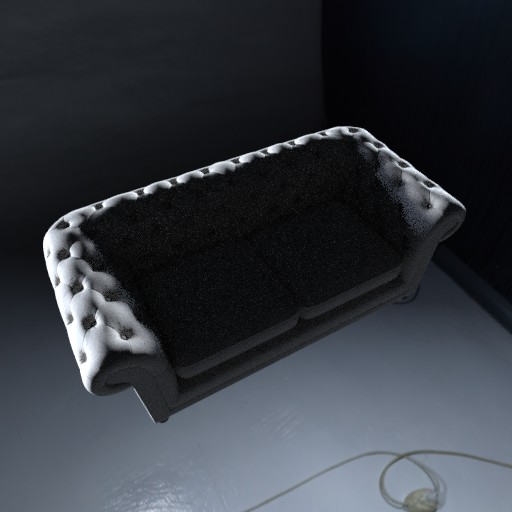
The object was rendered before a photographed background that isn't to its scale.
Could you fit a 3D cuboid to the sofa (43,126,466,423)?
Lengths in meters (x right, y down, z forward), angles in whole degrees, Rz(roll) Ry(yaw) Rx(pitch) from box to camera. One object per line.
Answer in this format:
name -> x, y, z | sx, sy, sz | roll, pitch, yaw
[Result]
sofa -> 0.000, 0.000, 2.444 | 1.998, 0.764, 0.986 | -22, 51, -20
